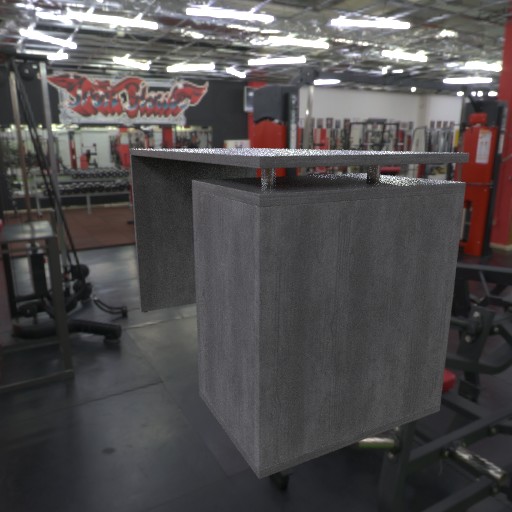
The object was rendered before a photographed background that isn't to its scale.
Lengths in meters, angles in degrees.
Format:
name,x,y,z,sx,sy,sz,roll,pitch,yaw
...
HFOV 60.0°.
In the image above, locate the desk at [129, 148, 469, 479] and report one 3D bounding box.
name,x,y,z,sx,sy,sz,roll,pitch,yaw
desk,0.000,0.000,1.598,0.600,0.740,1.200,-7,16,-26
